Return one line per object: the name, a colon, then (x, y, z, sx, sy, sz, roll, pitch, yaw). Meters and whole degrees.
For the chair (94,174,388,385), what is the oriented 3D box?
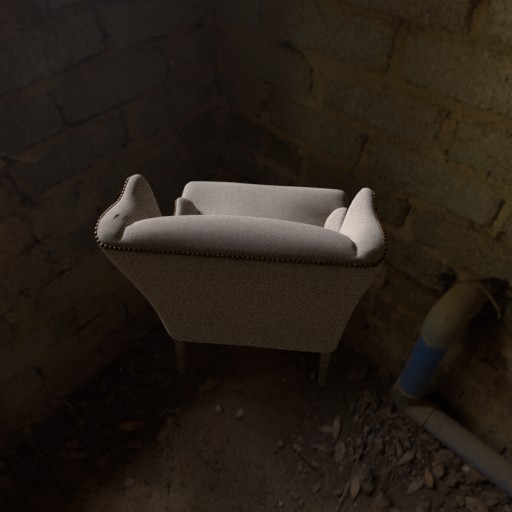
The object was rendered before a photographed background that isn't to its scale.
chair: (0.000, 0.000, 1.660, 0.737, 1.029, 0.940, 4, 46, 4)
